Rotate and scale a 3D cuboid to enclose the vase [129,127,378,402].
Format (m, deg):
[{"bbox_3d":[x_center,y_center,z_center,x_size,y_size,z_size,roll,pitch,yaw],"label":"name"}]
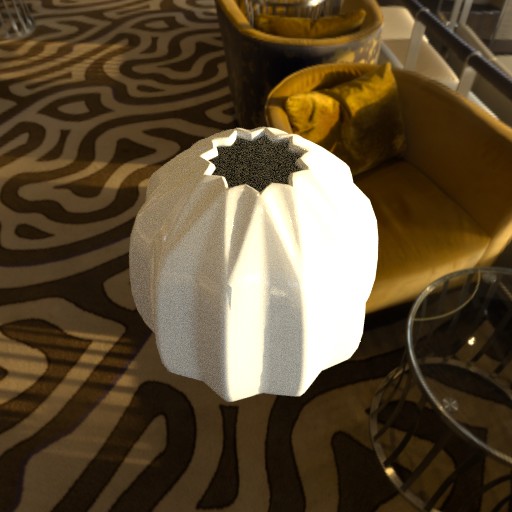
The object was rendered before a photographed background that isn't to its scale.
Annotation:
[{"bbox_3d":[0.000,0.000,0.250,0.139,0.134,0.139,0,47,0],"label":"vase"}]
